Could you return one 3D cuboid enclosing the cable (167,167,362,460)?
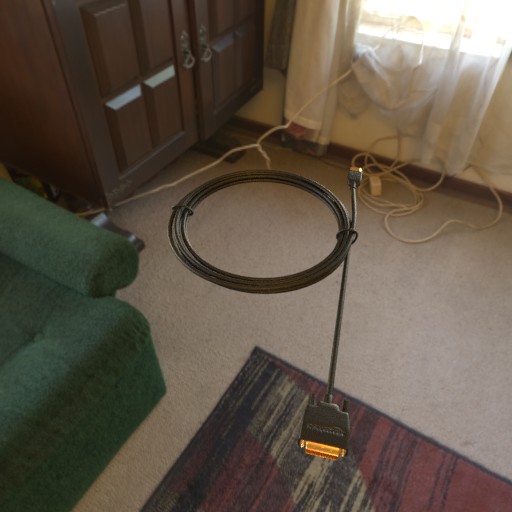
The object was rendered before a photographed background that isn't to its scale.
[{"bbox_3d":[0.000,0.000,0.531,0.257,0.030,0.422,9,46,9],"label":"cable"}]
